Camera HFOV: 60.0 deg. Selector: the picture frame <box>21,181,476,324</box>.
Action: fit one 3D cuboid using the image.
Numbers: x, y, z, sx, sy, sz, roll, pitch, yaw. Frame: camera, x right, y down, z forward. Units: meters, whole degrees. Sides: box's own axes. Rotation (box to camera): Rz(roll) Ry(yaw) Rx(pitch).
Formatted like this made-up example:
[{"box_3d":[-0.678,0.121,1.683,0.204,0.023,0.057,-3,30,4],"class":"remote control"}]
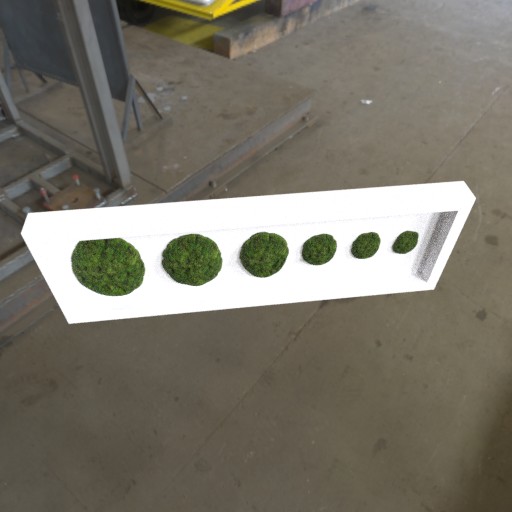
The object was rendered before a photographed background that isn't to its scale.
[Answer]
[{"box_3d":[0.000,0.000,0.842,0.759,0.250,0.050,-5,47,-5],"class":"picture frame"}]
